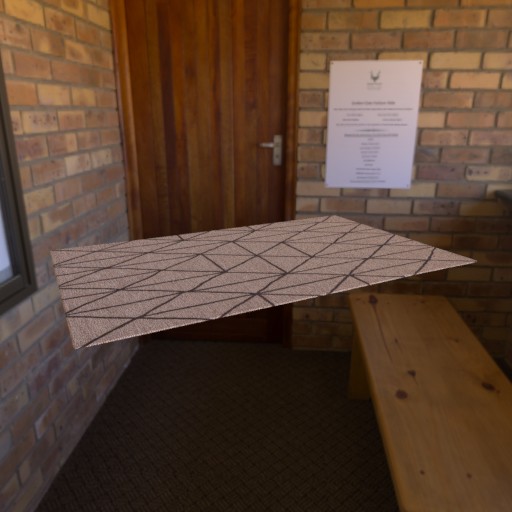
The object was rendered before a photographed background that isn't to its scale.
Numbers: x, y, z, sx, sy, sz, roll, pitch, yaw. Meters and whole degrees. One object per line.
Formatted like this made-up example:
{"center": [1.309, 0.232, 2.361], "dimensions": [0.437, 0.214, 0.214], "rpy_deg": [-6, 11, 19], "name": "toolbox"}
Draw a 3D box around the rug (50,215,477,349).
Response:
{"center": [0.000, 0.000, 2.999], "dimensions": [2.465, 0.008, 1.526], "rpy_deg": [-9, 20, -26], "name": "rug"}
